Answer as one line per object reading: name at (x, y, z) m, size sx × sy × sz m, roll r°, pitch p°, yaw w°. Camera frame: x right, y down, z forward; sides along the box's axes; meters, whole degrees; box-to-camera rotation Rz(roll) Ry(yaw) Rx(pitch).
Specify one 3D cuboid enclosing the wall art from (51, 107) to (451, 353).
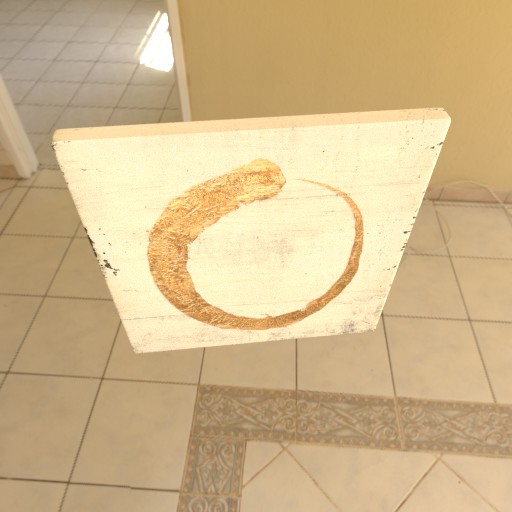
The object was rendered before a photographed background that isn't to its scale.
wall art at (0.000, 0.000, 0.907) m, size 0.610 × 0.611 × 0.040 m, roll -5°, pitch 48°, yaw -4°
